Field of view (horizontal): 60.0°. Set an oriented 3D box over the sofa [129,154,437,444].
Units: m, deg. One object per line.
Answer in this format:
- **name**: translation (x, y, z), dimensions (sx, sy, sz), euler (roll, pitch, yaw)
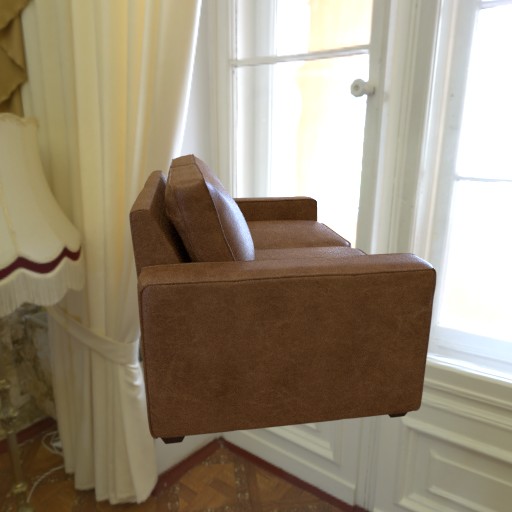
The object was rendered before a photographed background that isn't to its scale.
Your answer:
- **sofa**: translation (0.000, 0.000, 2.136), dimensions (1.020, 0.896, 1.532), euler (-3, 17, -9)
